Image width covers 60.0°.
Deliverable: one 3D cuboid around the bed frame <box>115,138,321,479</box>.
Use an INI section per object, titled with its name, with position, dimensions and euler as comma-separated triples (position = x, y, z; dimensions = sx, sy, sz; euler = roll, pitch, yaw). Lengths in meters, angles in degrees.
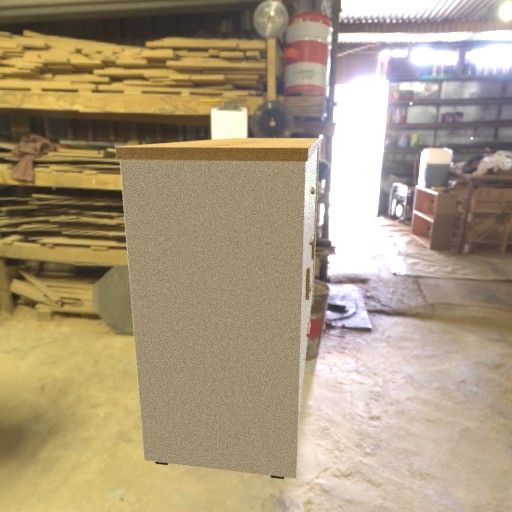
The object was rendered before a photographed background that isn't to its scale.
[bed frame]
position = 0.000, 0.000, 1.691
dimensions = 0.430, 0.850, 1.300
euler = 2, 16, 9
